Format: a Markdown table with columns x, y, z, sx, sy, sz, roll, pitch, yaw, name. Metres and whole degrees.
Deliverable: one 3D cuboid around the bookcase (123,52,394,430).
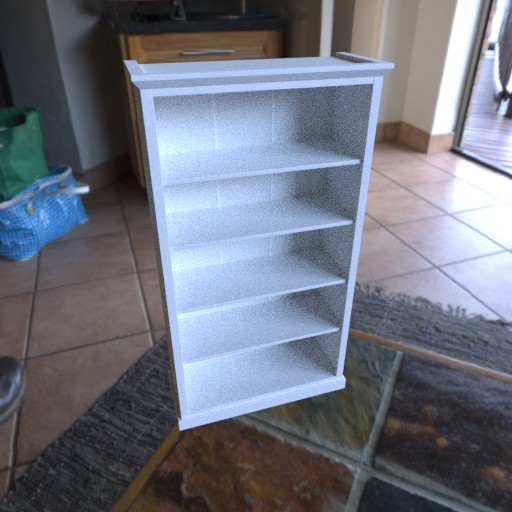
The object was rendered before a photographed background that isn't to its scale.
| x | y | z | sx | sy | sz | roll | pitch | yaw | name |
| --- | --- | --- | --- | --- | --- | --- | --- | --- | --- |
| 0.000 | 0.000 | 2.327 | 1.050 | 1.880 | 0.432 | -9 | 32 | -15 | bookcase |
